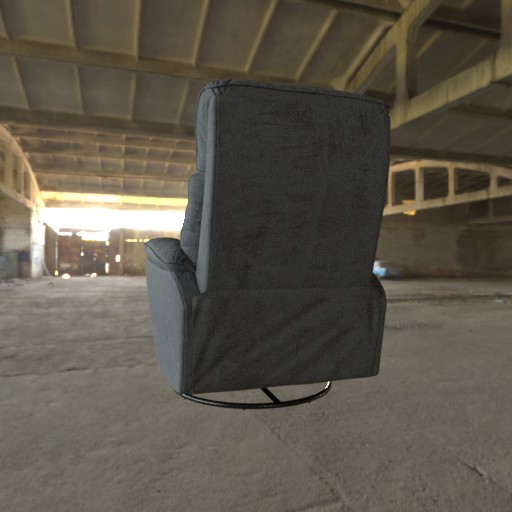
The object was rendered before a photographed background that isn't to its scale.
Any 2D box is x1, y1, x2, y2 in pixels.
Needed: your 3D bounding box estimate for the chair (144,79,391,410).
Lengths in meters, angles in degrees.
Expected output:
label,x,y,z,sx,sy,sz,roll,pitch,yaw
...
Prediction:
label,x,y,z,sx,sy,sz,roll,pitch,yaw
chair,0.000,0.000,1.758,0.820,1.037,1.004,0,0,-18
